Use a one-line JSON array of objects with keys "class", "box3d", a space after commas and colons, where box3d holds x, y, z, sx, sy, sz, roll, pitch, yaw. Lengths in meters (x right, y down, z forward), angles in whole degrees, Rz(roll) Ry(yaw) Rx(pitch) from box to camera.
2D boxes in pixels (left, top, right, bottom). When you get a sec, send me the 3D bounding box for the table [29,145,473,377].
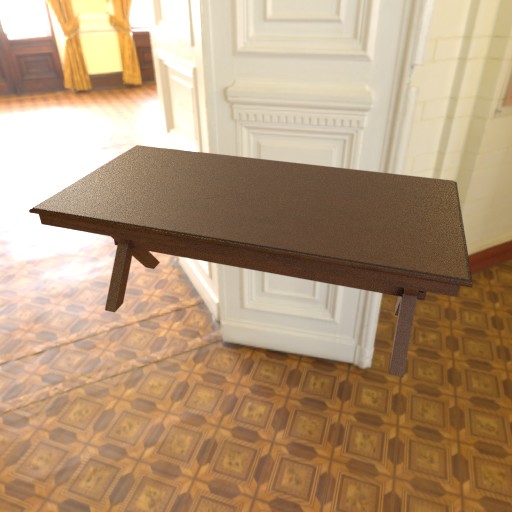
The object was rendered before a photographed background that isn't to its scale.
[{"class": "table", "box3d": [0.000, 0.000, 1.492, 1.197, 0.459, 0.594, 10, 34, 15]}]
